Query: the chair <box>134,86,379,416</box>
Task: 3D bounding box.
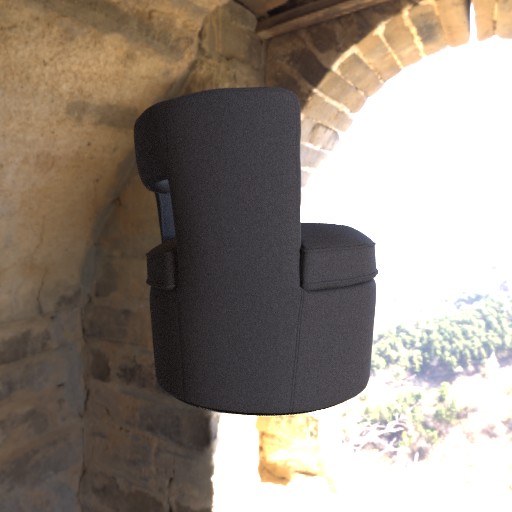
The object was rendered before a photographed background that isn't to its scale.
[{"bbox_3d":[0.000,0.000,1.251,0.660,0.719,0.689,-1,2,-17],"label":"chair"}]
